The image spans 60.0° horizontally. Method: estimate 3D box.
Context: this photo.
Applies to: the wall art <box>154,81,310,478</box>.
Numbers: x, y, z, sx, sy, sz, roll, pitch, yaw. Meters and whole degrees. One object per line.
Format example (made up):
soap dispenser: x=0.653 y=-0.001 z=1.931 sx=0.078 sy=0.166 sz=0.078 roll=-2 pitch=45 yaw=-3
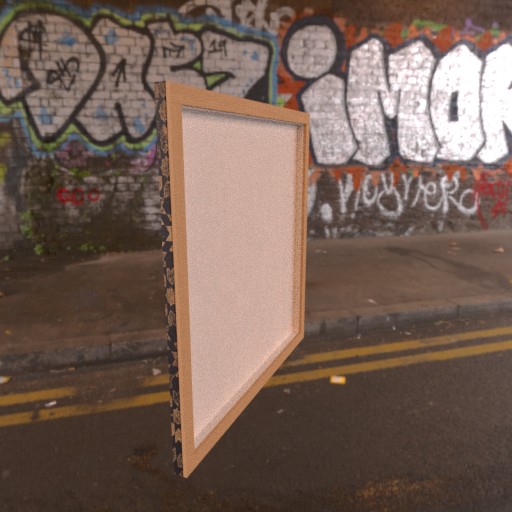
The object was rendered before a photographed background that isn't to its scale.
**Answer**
wall art: x=0.000 y=0.000 z=1.388 sx=0.038 sy=0.914 sz=0.914 roll=6 pitch=15 yaw=23
